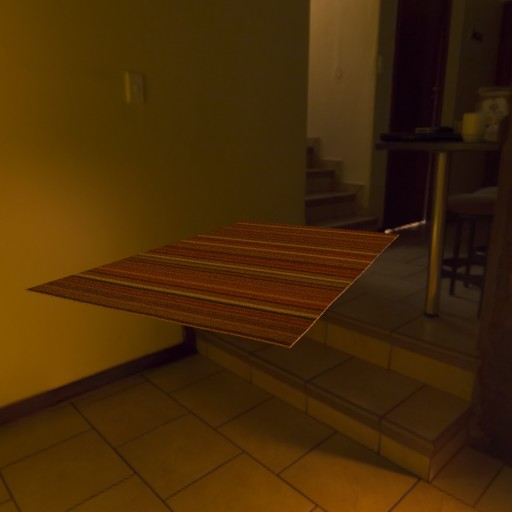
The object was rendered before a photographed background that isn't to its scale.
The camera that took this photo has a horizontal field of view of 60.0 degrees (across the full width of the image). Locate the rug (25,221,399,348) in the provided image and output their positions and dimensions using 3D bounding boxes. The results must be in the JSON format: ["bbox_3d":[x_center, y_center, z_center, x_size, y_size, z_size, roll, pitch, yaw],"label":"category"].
[{"bbox_3d":[0.000,0.000,3.075,1.523,0.008,2.438,7,16,26],"label":"rug"}]
